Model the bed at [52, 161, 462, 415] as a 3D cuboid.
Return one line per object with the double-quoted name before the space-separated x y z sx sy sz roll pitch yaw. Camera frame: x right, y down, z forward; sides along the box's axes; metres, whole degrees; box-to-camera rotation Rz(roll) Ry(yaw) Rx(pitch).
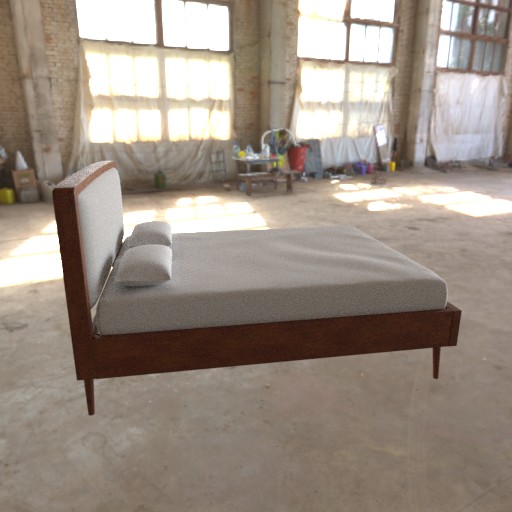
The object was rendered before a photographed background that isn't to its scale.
"bed" 0.000 0.000 3.146 2.196 1.275 1.587 -3 17 -10
